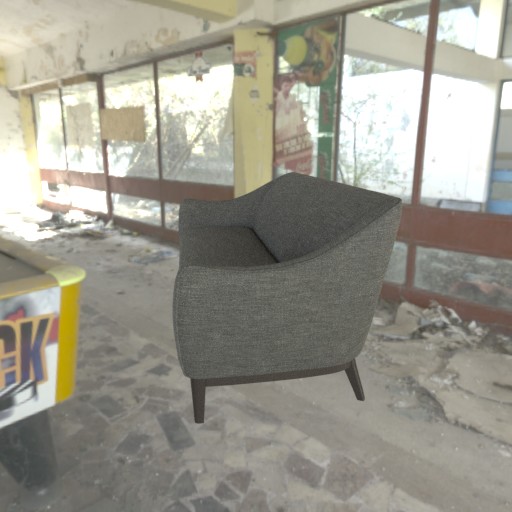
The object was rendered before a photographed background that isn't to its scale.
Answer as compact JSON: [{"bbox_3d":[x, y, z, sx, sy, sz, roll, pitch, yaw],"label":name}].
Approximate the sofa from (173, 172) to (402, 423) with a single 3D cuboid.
[{"bbox_3d":[0.000,0.000,2.457,0.867,0.829,1.928,-2,14,-9],"label":"sofa"}]
